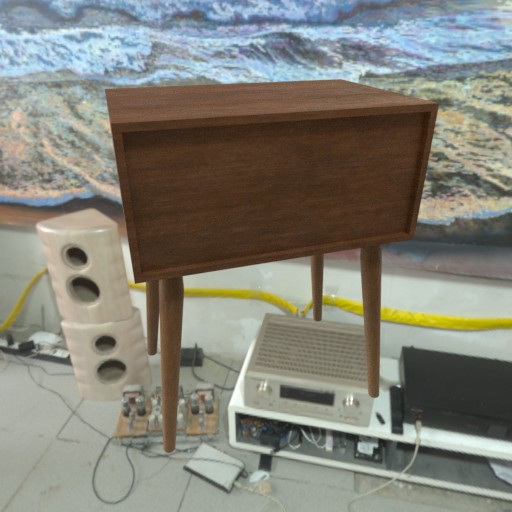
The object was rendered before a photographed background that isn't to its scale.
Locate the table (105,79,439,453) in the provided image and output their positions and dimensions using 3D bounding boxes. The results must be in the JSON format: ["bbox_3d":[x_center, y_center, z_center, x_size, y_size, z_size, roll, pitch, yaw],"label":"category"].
[{"bbox_3d":[0.000,0.000,0.841,0.454,0.580,0.307,-9,29,-16],"label":"table"}]
